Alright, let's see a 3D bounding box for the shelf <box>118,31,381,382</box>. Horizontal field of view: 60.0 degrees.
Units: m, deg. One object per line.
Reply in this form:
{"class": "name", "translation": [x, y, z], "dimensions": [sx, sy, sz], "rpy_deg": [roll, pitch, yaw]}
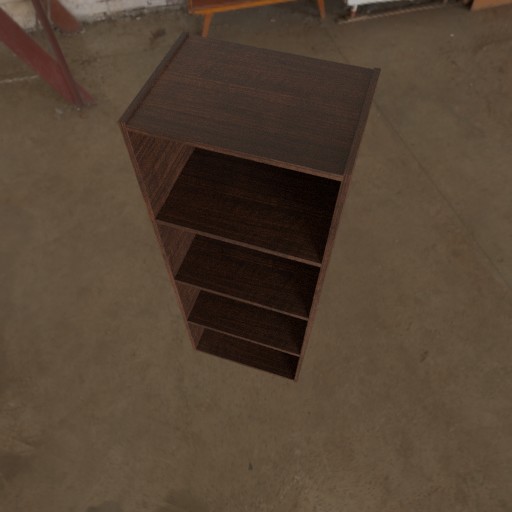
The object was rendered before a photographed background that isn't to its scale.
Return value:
{"class": "shelf", "translation": [0.000, 0.000, 1.270], "dimensions": [0.415, 1.099, 0.290], "rpy_deg": [15, 59, 10]}
